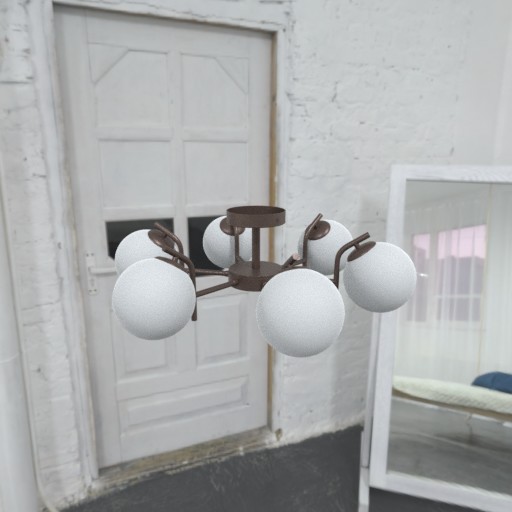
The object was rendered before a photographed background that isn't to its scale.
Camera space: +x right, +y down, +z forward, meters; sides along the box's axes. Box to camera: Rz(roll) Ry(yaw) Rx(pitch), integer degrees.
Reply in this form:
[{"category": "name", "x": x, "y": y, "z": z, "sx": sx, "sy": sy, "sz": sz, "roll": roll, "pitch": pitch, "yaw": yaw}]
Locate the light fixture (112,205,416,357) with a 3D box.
[{"category": "light fixture", "x": 0.000, "y": 0.000, "z": 0.959, "sx": 0.662, "sy": 0.201, "sz": 0.662, "roll": 0, "pitch": 15, "yaw": 0}]
